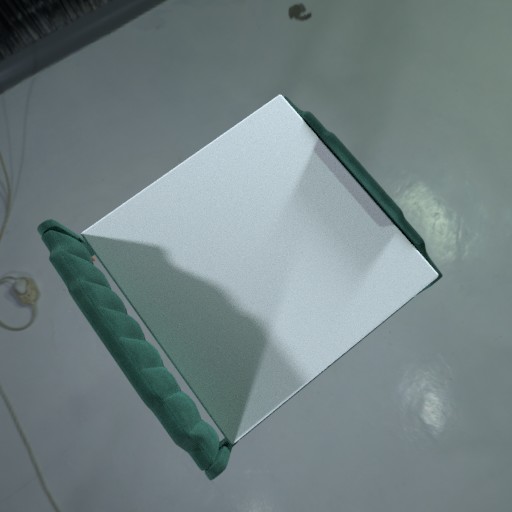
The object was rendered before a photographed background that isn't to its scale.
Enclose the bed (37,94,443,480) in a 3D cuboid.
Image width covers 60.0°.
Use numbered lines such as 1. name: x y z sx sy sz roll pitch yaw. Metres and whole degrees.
1. bed: 0.000 0.000 3.473 2.340 1.245 2.074 -37 80 -8
